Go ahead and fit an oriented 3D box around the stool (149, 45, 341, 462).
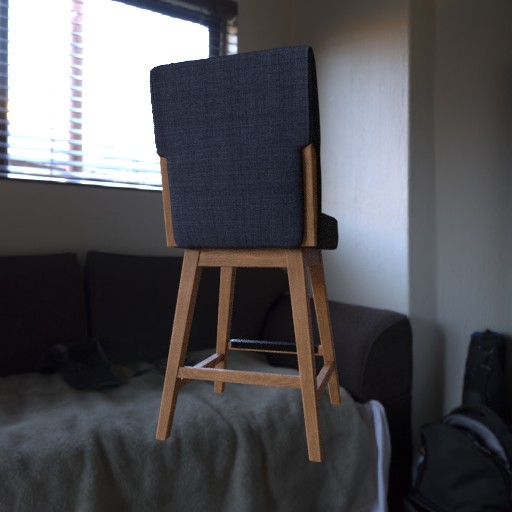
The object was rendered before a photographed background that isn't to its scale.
[{"bbox_3d":[0.000,0.000,1.340,0.459,1.010,0.526,0,1,17],"label":"stool"}]
